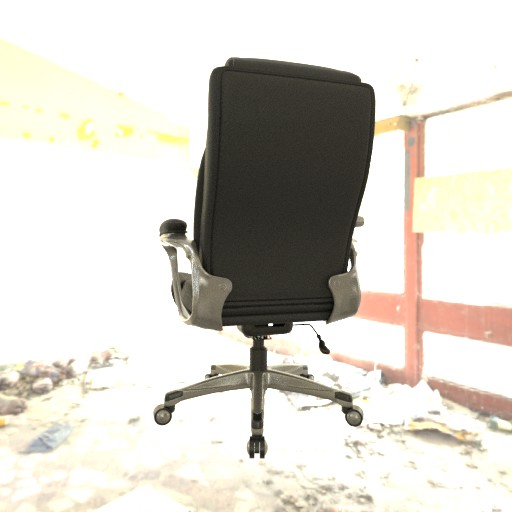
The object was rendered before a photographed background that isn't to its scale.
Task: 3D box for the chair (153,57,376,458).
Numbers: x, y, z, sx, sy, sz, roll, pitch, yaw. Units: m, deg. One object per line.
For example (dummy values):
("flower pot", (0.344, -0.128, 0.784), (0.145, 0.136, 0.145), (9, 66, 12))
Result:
("chair", (0.000, 0.000, 1.630), (0.741, 1.167, 0.784), (0, 2, -17))
